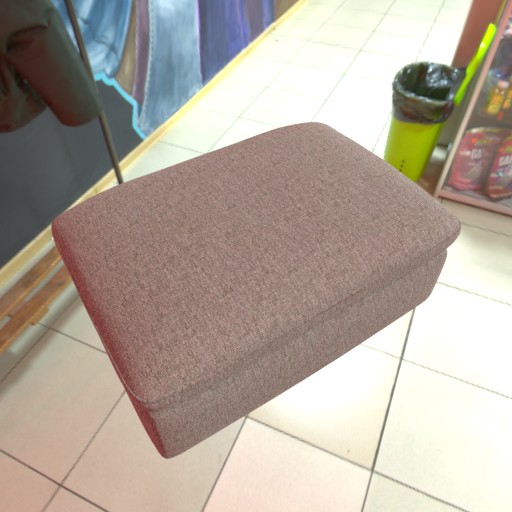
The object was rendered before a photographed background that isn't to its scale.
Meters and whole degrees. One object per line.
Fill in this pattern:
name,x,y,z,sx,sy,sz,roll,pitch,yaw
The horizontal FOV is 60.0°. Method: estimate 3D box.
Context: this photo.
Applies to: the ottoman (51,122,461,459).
ottoman,0.000,0.000,1.321,0.977,0.451,0.694,-25,52,-22
